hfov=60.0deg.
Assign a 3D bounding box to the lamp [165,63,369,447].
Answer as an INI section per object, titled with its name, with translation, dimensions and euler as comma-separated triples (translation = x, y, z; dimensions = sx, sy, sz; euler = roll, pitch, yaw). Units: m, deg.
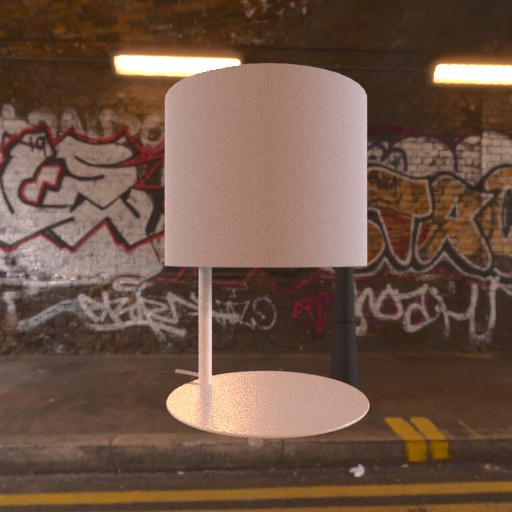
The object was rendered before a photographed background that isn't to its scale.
[lamp]
translation = 0.000, 0.000, 0.682
dimensions = 0.341, 0.454, 0.299
euler = 0, 0, 36
